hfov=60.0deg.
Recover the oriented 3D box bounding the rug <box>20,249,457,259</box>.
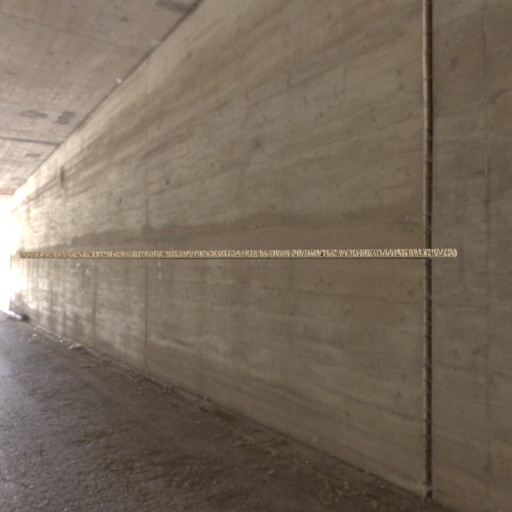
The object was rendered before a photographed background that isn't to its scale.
[{"bbox_3d":[0.000,0.000,2.080,1.600,0.025,1.199,0,-1,18],"label":"rug"}]
